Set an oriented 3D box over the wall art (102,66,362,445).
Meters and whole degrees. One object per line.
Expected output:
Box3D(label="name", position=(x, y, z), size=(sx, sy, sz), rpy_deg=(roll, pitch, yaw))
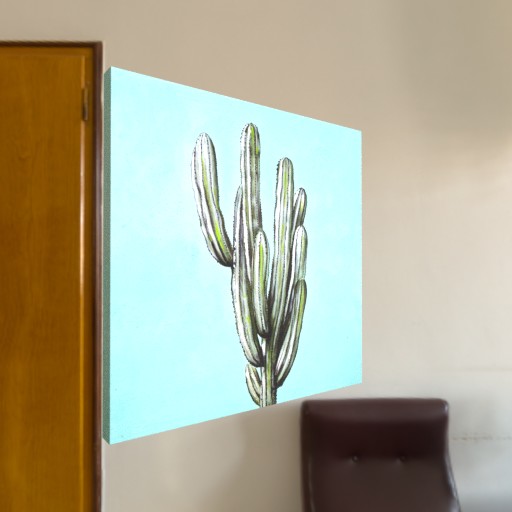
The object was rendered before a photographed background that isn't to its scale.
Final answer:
Box3D(label="wall art", position=(0.000, 0.000, 0.898), size=(0.603, 0.603, 0.036), rpy_deg=(0, -1, -36))
